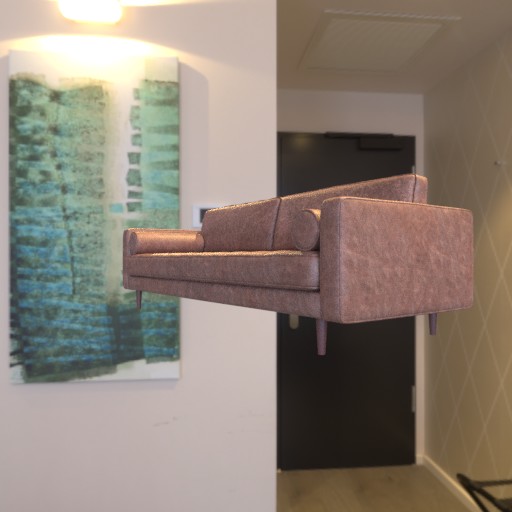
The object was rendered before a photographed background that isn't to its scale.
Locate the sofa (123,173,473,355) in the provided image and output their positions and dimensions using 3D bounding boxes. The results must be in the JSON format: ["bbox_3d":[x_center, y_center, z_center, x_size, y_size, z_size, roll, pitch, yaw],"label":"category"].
[{"bbox_3d":[0.000,0.000,2.664,0.914,0.762,2.210,0,0,-36],"label":"sofa"}]
